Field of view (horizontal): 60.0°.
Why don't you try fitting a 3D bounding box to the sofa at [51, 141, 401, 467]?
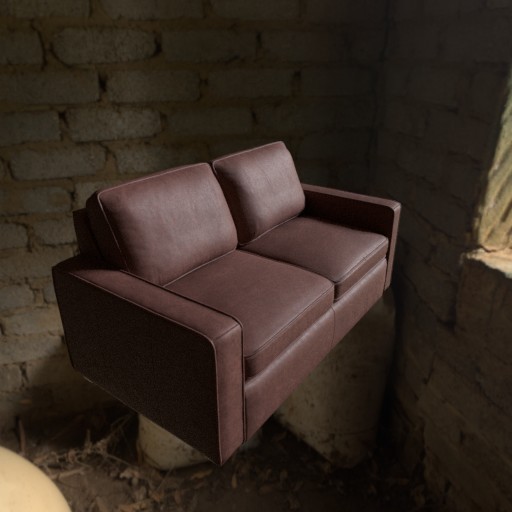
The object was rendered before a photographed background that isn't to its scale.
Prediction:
[{"bbox_3d":[0.000,0.000,2.290,0.947,0.918,1.709,17,30,32],"label":"sofa"}]
